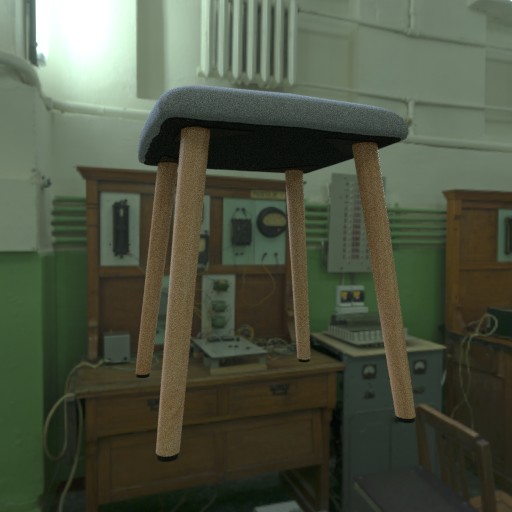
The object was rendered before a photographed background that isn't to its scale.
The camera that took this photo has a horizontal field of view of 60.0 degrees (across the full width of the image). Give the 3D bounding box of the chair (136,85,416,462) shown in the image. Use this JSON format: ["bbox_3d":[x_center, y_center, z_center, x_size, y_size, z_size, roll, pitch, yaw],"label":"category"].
[{"bbox_3d":[0.000,0.000,0.696,0.350,0.440,0.350,-1,2,-19],"label":"chair"}]
